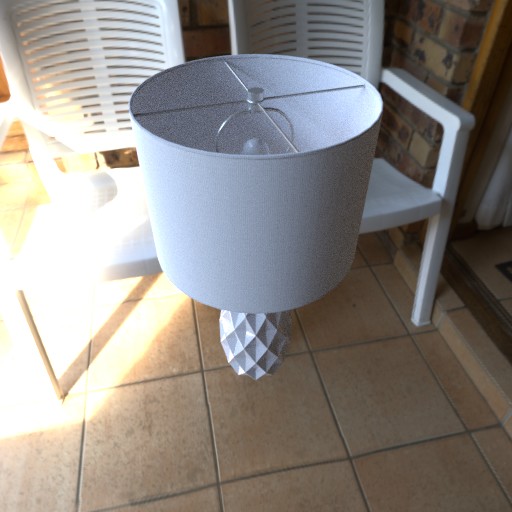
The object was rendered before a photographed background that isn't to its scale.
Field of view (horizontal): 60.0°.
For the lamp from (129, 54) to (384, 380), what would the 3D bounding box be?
[{"bbox_3d":[0.000,0.000,0.697,0.297,0.522,0.297,0,42,0],"label":"lamp"}]
